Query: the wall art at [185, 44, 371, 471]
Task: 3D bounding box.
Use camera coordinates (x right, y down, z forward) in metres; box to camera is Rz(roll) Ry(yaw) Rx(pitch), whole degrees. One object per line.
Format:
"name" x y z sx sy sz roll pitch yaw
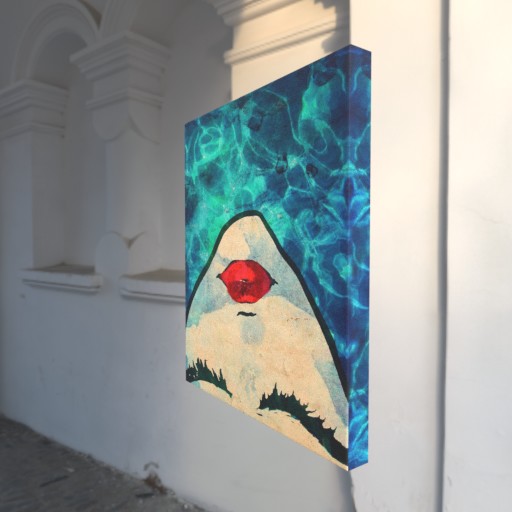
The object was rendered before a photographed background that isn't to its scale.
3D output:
"wall art" 0.000 0.000 0.712 0.038 0.508 0.432 -1 2 -35
